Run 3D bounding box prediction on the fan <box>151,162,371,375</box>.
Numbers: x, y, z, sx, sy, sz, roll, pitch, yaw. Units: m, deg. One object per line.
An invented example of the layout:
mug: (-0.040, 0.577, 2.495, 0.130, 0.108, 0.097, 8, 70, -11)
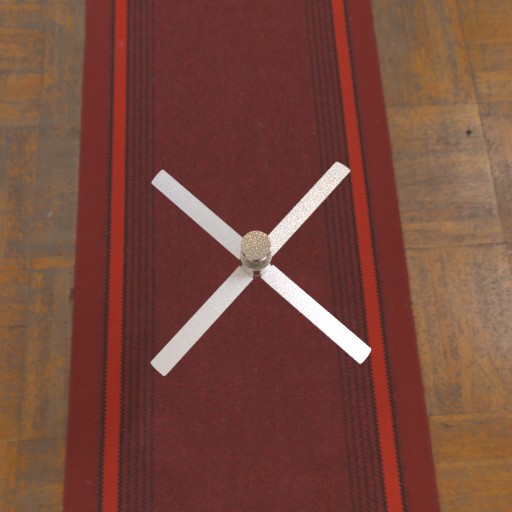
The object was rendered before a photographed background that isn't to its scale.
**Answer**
fan: (0.000, 0.000, 1.981, 1.322, 0.355, 1.322, 41, 79, 10)
